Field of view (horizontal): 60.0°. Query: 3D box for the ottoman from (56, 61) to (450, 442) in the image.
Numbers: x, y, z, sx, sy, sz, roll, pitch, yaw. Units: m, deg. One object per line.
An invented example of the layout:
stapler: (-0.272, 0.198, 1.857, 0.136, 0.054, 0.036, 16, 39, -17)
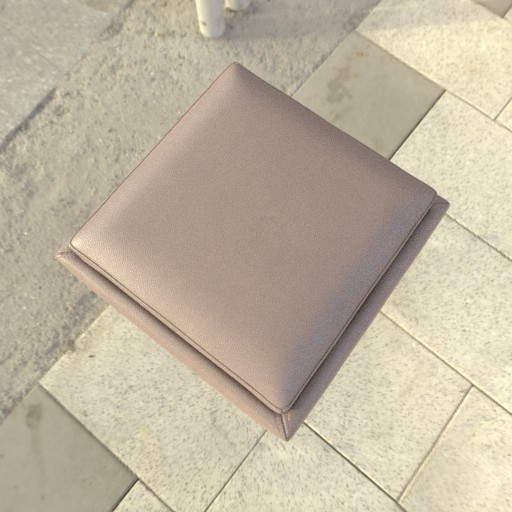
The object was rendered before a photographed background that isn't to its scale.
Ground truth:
ottoman: (0.000, 0.000, 0.822, 0.450, 0.460, 0.451, 36, 77, 9)
